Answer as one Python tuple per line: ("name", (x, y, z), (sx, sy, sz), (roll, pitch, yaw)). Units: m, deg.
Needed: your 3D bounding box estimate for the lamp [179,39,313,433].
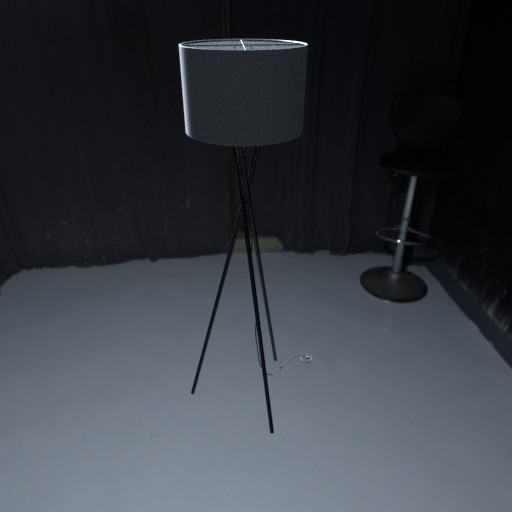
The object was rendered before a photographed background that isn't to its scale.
("lamp", (0.000, 0.000, 1.879), (0.667, 1.624, 0.522), (-2, 30, -3))
